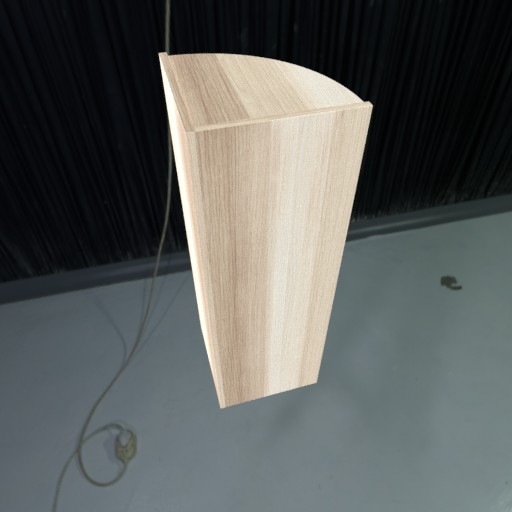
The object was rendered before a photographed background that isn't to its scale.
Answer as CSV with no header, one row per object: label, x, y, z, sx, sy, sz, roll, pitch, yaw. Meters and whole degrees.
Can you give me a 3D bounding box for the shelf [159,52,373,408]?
shelf,0.000,0.000,1.062,0.290,0.872,0.290,-12,47,-11
